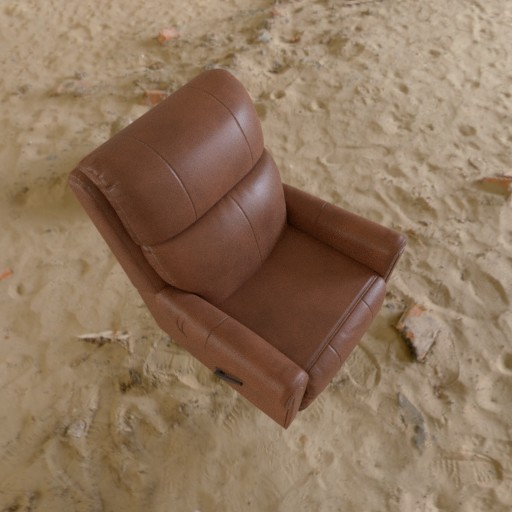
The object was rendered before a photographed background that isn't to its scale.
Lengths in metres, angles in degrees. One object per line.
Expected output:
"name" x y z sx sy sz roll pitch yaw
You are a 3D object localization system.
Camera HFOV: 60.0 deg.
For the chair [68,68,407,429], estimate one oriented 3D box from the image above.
"chair" 0.000 0.000 1.795 1.014 1.054 0.838 33 63 20
